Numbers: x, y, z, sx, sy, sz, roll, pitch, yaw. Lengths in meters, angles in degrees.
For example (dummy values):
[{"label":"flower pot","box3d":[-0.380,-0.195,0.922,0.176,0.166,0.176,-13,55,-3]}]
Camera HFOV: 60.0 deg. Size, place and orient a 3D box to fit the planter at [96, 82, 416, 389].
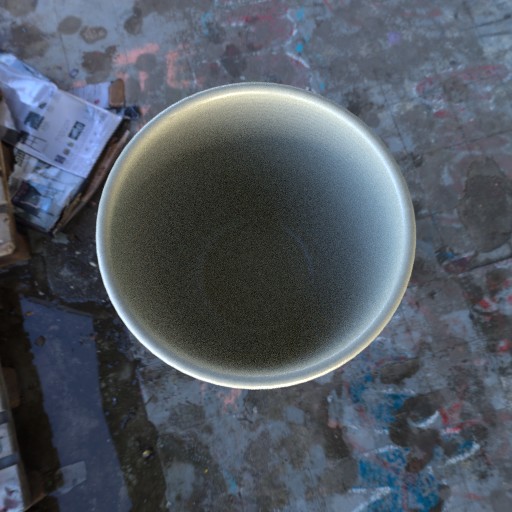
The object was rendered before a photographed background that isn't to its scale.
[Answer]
[{"label":"planter","box3d":[0.000,0.000,0.376,0.206,0.190,0.206,0,77,0]}]
